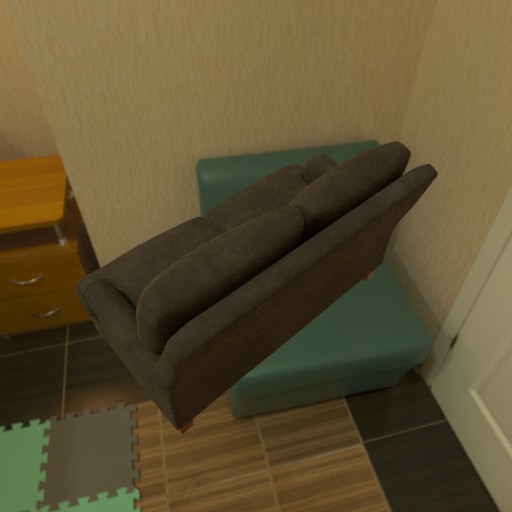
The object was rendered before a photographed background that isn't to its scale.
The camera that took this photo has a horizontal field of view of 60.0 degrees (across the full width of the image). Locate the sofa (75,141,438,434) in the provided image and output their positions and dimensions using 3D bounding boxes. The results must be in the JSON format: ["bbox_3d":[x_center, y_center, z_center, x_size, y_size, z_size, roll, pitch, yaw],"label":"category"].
[{"bbox_3d":[0.000,0.000,2.606,1.853,1.101,1.084,-33,53,-29],"label":"sofa"}]
